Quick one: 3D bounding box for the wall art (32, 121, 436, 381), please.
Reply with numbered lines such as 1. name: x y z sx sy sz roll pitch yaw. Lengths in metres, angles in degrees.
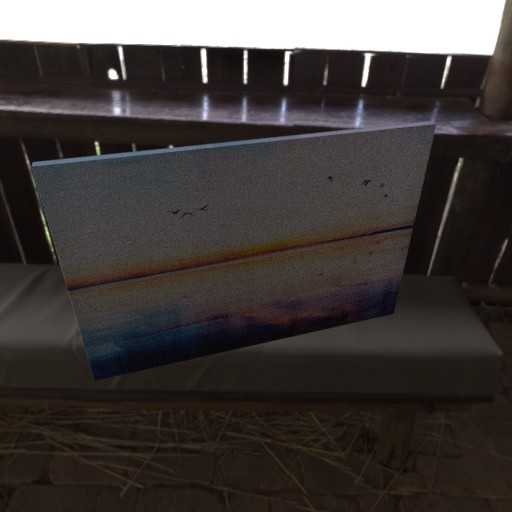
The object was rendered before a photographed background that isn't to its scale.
1. wall art: 0.000 0.000 1.425 1.137 0.756 0.034 -10 35 -14
